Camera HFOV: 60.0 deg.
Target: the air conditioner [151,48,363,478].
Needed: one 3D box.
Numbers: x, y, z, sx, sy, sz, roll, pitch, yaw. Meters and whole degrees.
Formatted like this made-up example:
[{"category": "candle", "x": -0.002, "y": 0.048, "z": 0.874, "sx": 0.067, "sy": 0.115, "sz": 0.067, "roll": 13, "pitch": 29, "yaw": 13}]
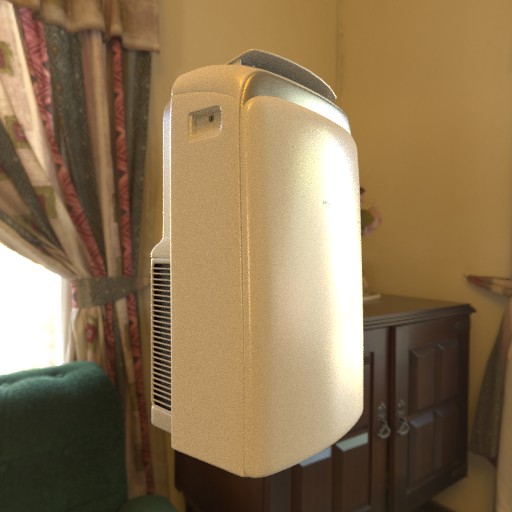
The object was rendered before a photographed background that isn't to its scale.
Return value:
[{"category": "air conditioner", "x": 0.000, "y": 0.000, "z": 1.029, "sx": 0.414, "sy": 0.786, "sz": 0.449, "roll": 0, "pitch": 0, "yaw": 38}]
